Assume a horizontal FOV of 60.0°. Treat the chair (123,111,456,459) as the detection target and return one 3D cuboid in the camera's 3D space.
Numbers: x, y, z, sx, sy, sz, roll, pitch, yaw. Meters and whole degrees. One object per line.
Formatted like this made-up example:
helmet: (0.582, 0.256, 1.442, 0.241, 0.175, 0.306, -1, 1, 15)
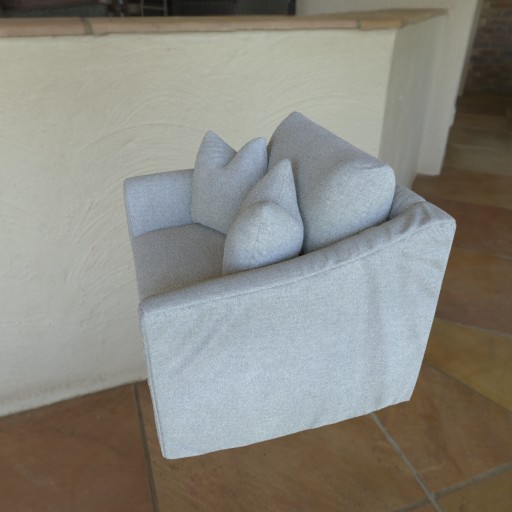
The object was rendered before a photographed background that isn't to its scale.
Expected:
chair: (0.000, 0.000, 1.988, 1.071, 1.059, 1.194, -9, 31, -15)
